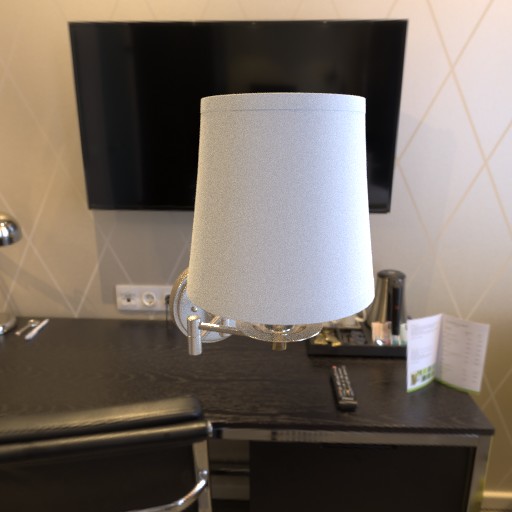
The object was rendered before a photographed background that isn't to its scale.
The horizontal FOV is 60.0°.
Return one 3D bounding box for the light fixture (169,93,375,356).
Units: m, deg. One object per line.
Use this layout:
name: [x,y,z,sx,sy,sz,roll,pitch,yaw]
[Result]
light fixture: [0.000,0.000,0.585,0.223,0.381,0.348,-8,17,-26]
